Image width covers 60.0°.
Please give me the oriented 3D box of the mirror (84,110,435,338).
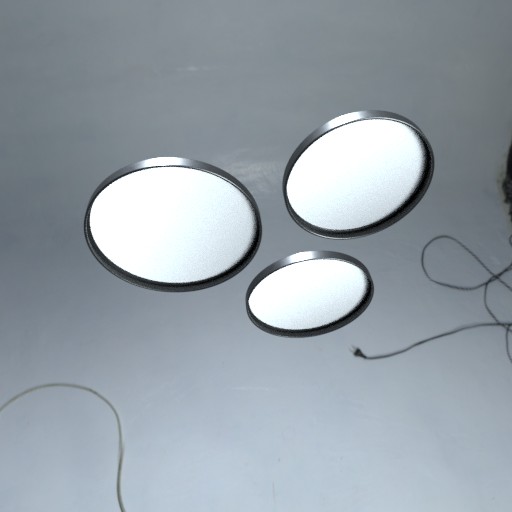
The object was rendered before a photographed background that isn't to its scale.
[{"bbox_3d":[0.000,0.000,3.104,2.160,2.096,0.076,-4,47,-4],"label":"mirror"}]
